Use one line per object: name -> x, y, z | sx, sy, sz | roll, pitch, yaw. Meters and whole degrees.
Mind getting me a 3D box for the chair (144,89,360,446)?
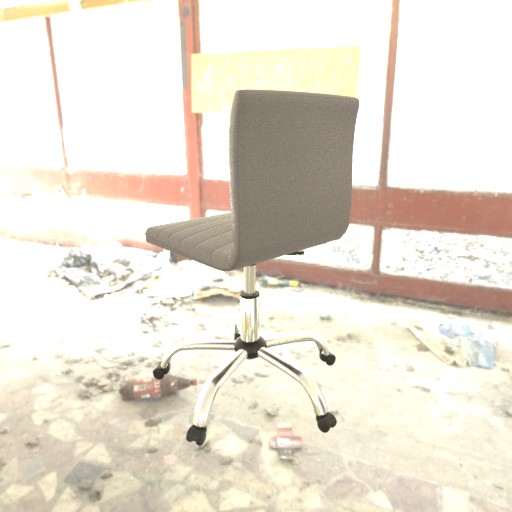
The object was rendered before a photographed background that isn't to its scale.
chair -> 0.000, 0.000, 1.143 | 0.556, 0.780, 0.530 | -16, 23, -42
